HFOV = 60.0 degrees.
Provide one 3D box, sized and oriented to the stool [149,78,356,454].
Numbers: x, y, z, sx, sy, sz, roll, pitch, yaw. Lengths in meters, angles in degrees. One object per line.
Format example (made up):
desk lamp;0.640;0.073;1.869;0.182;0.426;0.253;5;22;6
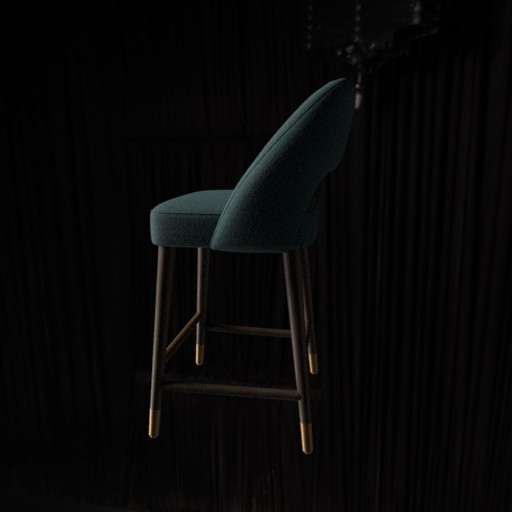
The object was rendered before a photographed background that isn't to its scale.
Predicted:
stool;0.000;0.000;1.288;0.522;0.939;0.536;2;13;9
